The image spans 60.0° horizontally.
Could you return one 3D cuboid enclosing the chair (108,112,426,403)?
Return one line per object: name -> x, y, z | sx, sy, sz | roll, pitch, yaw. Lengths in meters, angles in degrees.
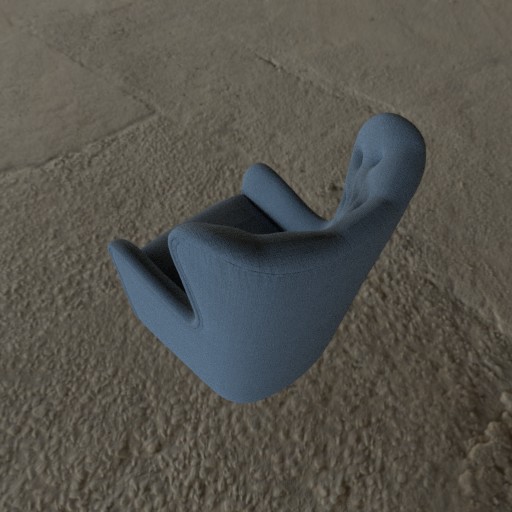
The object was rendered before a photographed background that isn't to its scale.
chair -> 0.000, 0.000, 1.705 | 0.831, 1.079, 0.930 | -34, 55, -28
